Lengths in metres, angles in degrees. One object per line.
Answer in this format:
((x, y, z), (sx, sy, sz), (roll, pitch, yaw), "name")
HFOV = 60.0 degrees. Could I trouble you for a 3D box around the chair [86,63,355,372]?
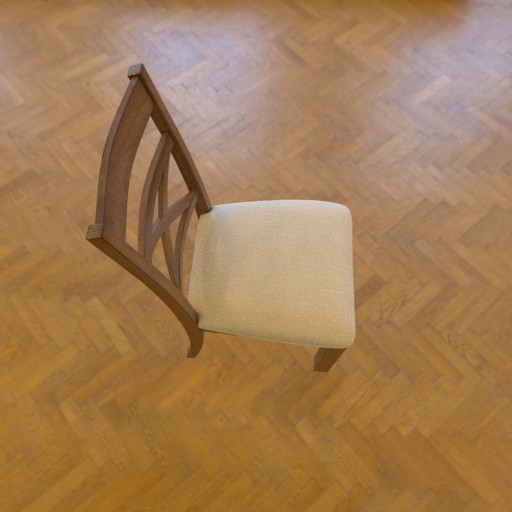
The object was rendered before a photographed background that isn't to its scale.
((0.000, 0.000, 1.254), (0.581, 0.949, 0.461), (3, 65, 2), "chair")
